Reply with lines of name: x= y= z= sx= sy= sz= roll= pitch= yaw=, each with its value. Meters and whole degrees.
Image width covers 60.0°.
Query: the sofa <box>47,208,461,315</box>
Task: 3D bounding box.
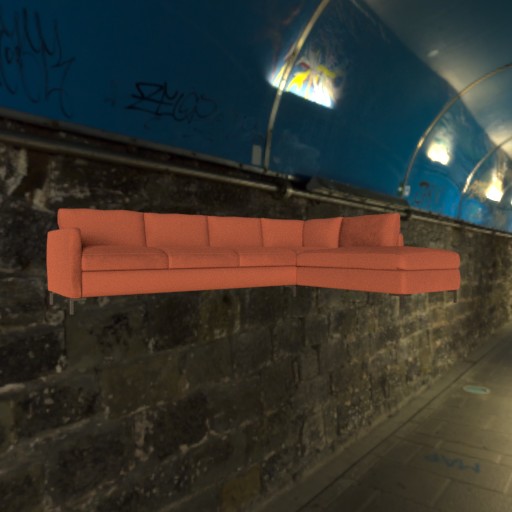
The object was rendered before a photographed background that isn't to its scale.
sofa: x=0.000 y=0.000 z=3.499 sx=2.736 sy=0.757 sz=1.879 roll=0 pitch=1 yaw=-36
